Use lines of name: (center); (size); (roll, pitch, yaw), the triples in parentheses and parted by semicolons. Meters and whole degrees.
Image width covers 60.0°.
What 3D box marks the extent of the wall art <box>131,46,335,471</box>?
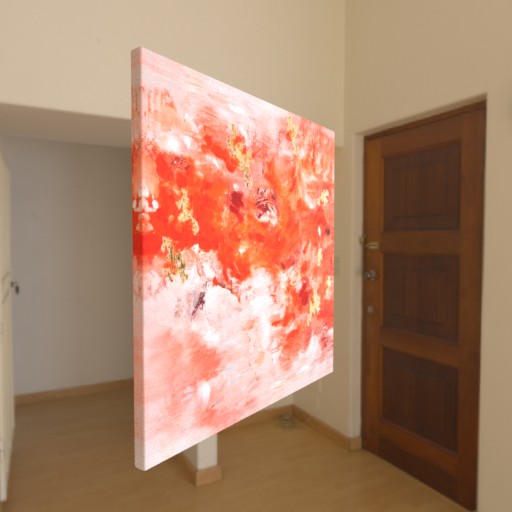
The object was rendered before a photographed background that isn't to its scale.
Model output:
wall art: (0.000, 0.000, 1.284); (0.066, 0.878, 0.878); (1, 2, 36)
